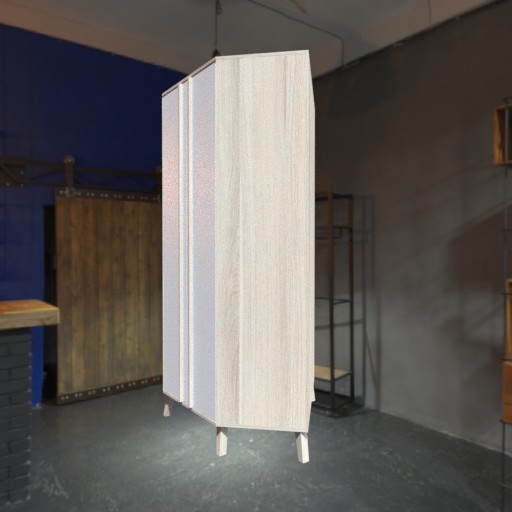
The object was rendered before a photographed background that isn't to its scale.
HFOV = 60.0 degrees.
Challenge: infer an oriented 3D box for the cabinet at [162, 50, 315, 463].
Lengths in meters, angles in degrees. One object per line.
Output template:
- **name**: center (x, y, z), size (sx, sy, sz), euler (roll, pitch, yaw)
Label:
- **cabinet**: center (0.000, 0.000, 2.705), size (0.969, 1.957, 1.272), euler (-1, 1, -36)
